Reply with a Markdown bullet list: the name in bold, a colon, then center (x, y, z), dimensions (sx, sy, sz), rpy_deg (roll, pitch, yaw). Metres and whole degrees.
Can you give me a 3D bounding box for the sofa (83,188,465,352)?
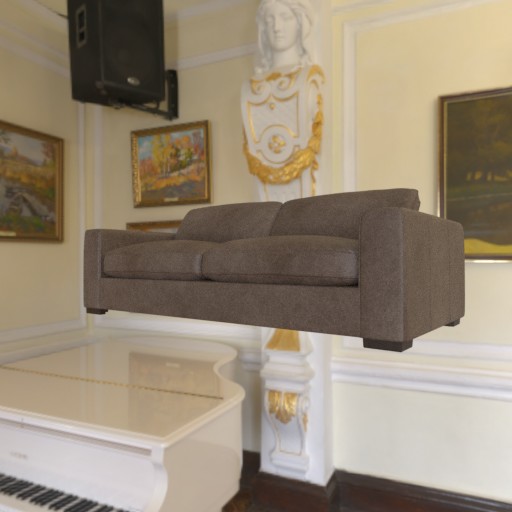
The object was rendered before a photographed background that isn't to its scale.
- **sofa**: center (0.000, 0.000, 2.836), dimensions (2.262, 0.801, 1.070), rpy_deg (0, -1, 37)
